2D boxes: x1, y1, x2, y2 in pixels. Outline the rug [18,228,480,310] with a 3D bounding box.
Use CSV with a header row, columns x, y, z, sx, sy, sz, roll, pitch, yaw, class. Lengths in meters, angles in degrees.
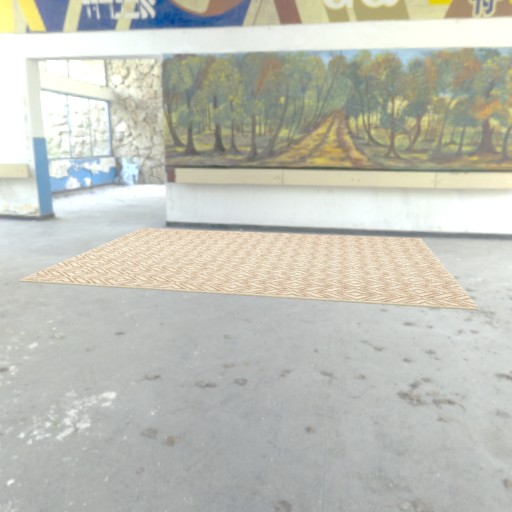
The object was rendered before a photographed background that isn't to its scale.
x,y,z,sx,sy,sz,roll,pitch,yaw,class
0.000,0.000,2.297,1.828,0.007,1.220,3,14,10,rug
